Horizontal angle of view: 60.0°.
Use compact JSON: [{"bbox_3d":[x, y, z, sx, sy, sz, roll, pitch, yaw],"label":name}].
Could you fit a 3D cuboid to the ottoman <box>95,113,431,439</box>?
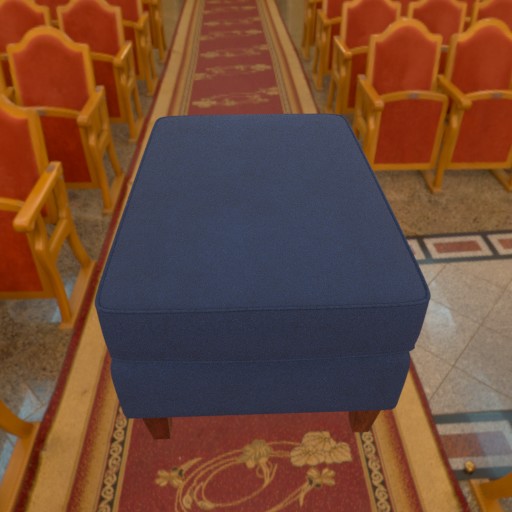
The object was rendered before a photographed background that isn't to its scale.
[{"bbox_3d":[0.000,0.000,1.374,0.686,0.584,0.965,-1,40,-2],"label":"ottoman"}]
